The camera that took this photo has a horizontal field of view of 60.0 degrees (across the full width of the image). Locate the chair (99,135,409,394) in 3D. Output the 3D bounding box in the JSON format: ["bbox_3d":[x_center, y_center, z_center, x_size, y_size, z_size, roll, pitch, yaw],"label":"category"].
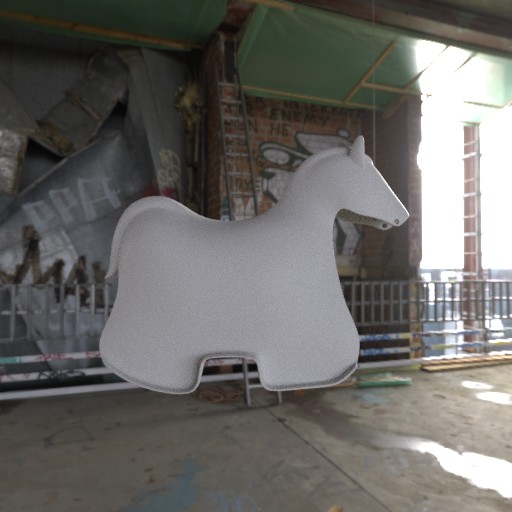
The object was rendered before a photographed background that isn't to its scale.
[{"bbox_3d":[0.000,0.000,1.173,0.800,0.612,0.429,0,-2,0],"label":"chair"}]
